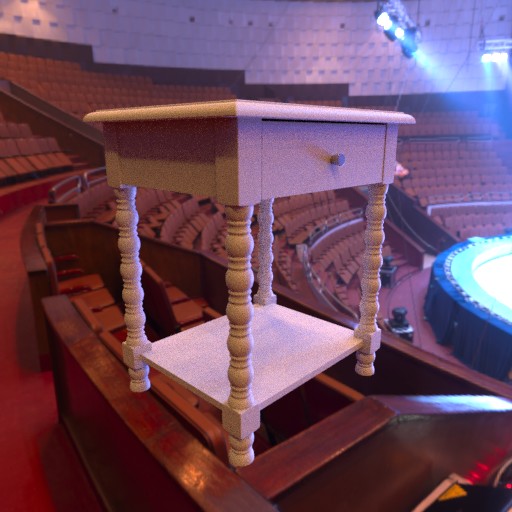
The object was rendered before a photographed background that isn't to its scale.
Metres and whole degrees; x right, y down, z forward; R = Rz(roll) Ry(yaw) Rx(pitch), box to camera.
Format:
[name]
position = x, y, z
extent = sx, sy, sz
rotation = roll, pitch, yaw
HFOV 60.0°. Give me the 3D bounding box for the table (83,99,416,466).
[table]
position = 0.000, 0.000, 0.855
extent = 0.381, 0.531, 0.460
rotation = 14, 21, 42
